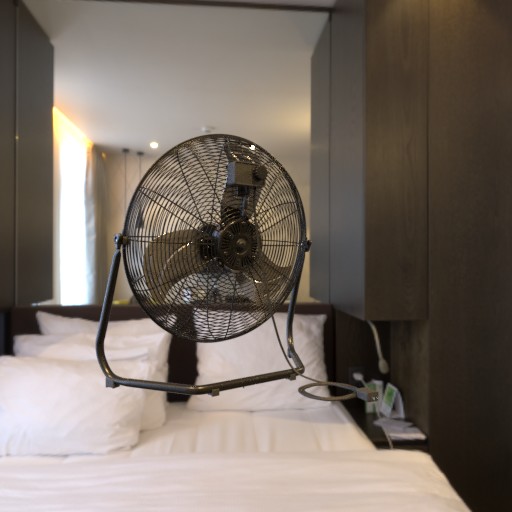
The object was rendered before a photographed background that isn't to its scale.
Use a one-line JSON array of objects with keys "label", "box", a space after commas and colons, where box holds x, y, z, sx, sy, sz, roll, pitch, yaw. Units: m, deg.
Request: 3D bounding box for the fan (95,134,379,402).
[{"label": "fan", "box": [0.000, 0.000, 1.021, 0.595, 0.605, 0.470, 0, -1, -35]}]
